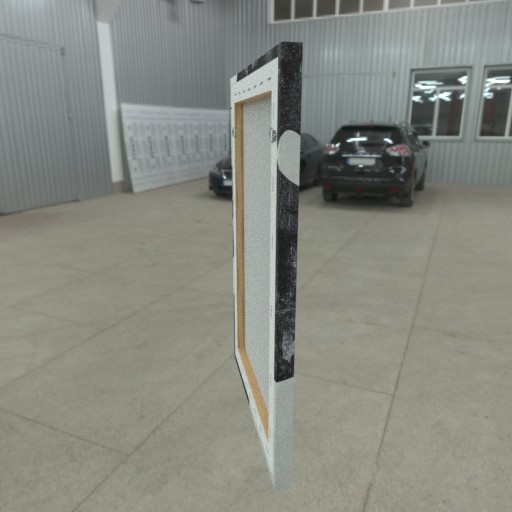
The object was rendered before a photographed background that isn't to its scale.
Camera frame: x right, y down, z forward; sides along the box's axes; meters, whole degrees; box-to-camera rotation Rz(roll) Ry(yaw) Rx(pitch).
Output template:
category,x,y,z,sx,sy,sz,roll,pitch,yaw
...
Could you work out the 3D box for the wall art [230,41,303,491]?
category,x,y,z,sx,sy,sz,roll,pitch,yaw
wall art,0.000,0.000,1.150,0.041,0.915,0.610,-3,17,-11
